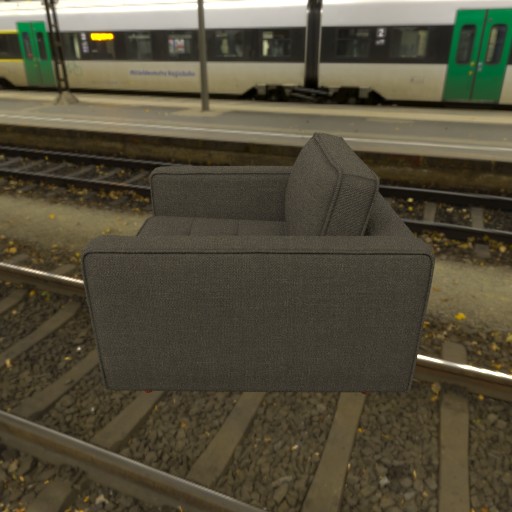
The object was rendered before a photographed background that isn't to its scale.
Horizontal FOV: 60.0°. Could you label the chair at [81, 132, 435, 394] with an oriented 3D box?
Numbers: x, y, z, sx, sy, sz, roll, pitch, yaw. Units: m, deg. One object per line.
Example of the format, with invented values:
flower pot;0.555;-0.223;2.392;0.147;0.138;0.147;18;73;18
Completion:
chair;0.000;0.000;1.581;0.919;0.770;0.899;0;25;1
